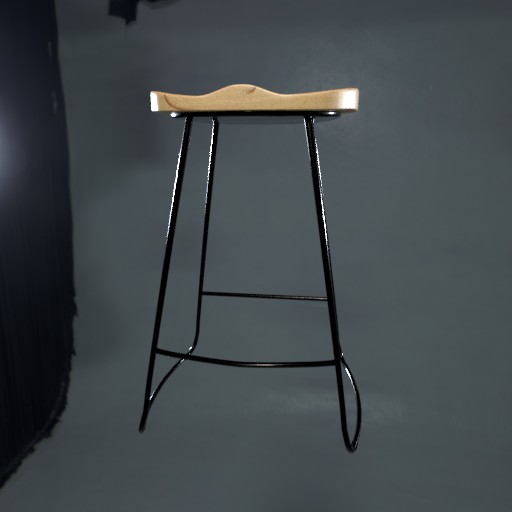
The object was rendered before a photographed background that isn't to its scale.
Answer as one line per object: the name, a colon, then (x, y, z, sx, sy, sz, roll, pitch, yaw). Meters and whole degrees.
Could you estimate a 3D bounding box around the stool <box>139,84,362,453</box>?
stool: (0.000, 0.000, 0.954, 0.480, 0.679, 0.401, 2, 15, 8)
